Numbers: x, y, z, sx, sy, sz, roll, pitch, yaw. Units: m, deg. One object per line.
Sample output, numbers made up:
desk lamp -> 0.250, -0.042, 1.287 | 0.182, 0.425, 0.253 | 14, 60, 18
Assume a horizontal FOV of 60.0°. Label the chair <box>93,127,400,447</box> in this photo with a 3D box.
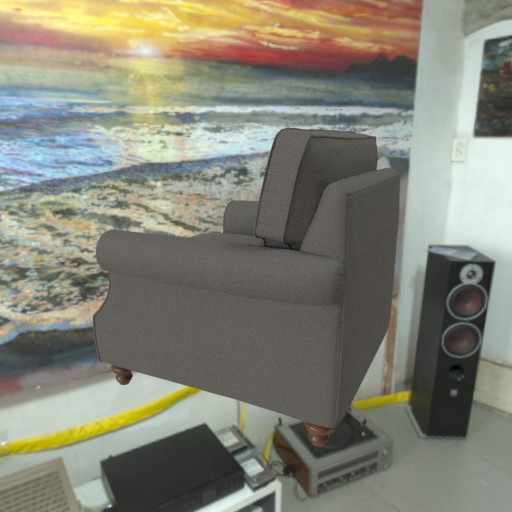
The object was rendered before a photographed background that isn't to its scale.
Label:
chair -> 0.000, 0.000, 1.772 | 0.966, 0.967, 1.029 | 7, 16, 26
